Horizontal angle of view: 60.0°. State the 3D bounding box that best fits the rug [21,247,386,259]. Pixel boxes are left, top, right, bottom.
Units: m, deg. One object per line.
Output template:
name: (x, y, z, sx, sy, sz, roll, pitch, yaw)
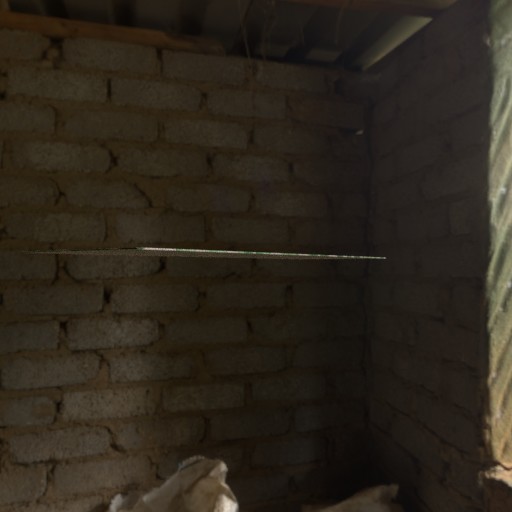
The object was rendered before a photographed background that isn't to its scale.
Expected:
rug: (0.000, 0.000, 2.681, 0.761, 0.006, 2.438, -1, -1, 35)
